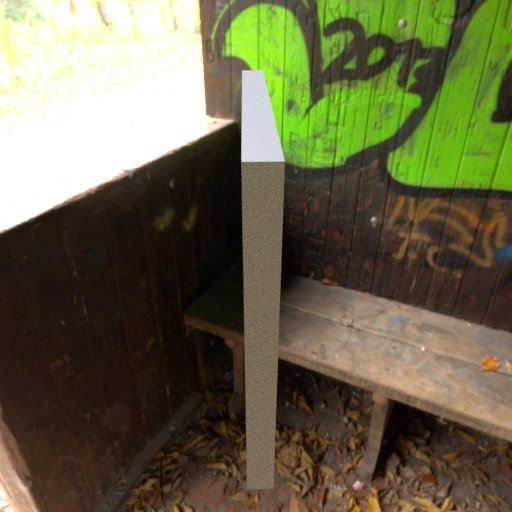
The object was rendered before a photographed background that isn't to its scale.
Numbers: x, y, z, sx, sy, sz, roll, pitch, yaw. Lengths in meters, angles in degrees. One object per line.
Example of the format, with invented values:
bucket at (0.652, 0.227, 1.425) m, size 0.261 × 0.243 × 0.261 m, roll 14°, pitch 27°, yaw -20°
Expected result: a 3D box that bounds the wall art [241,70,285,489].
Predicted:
wall art at (0.000, 0.000, 0.523) m, size 0.027 × 0.355 × 0.355 m, roll -1°, pitch 31°, yaw -1°
